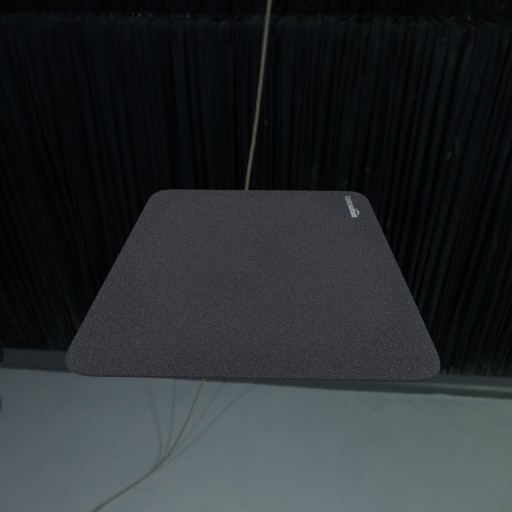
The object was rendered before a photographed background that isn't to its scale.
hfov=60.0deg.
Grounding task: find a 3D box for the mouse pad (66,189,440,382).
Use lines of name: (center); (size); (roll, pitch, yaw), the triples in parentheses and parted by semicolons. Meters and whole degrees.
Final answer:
mouse pad: (0.000, 0.000, 0.434); (0.269, 0.002, 0.315); (1, 32, 1)
